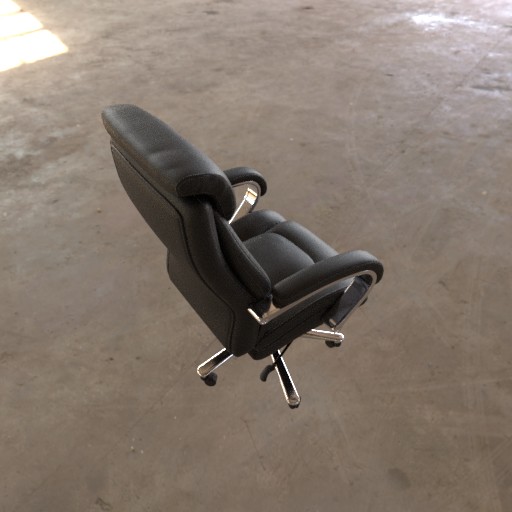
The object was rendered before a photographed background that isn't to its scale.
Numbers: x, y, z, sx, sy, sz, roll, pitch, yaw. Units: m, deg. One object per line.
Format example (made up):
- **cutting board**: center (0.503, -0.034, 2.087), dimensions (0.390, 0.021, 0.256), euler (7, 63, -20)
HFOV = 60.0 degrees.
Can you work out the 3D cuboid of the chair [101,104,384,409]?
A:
- **chair**: center (0.000, 0.000, 1.663), dimensions (0.790, 1.183, 0.755), euler (-25, 47, -26)
